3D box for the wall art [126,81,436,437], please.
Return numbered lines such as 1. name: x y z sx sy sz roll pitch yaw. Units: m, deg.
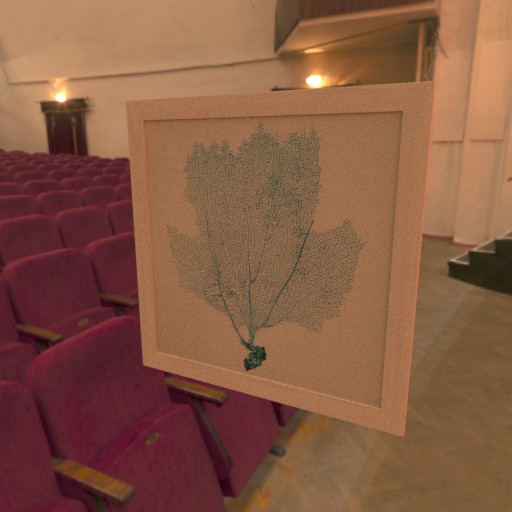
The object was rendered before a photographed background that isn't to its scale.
1. wall art: 0.000 0.000 0.840 0.584 0.584 0.013 7 15 26
